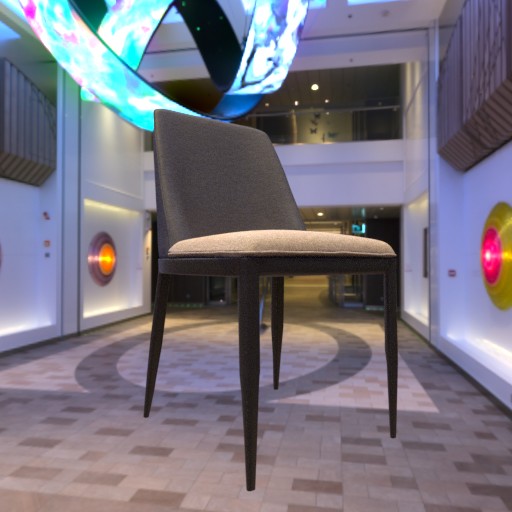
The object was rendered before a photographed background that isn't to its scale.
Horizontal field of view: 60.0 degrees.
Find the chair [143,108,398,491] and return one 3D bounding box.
[{"bbox_3d":[0.000,0.000,1.123,0.480,0.839,0.551,1,-1,-36],"label":"chair"}]
